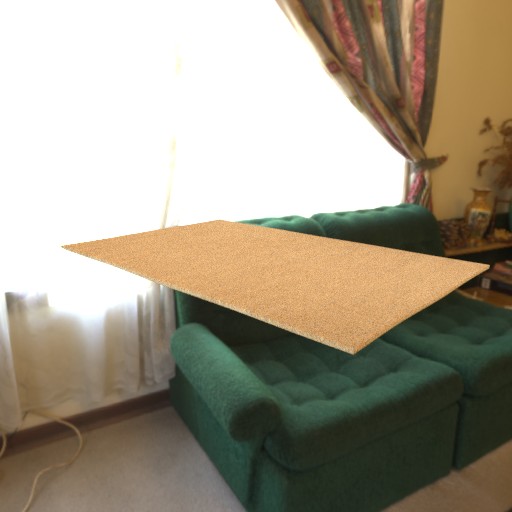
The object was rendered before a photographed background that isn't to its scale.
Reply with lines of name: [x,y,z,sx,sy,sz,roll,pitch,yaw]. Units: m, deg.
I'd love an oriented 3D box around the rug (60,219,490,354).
rug: [0.000,0.000,2.847,2.346,0.025,1.500,13,19,42]
